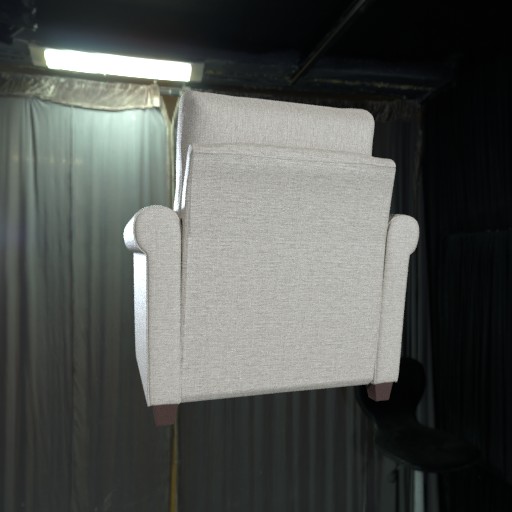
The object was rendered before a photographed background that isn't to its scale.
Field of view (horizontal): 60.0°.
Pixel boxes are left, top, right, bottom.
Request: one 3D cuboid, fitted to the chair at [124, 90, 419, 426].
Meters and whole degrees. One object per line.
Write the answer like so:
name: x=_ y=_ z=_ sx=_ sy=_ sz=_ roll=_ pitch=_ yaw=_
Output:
chair: x=0.000 y=0.000 z=2.271 sx=1.275 sy=1.349 sz=1.180 roll=0 pitch=0 yaw=-18
